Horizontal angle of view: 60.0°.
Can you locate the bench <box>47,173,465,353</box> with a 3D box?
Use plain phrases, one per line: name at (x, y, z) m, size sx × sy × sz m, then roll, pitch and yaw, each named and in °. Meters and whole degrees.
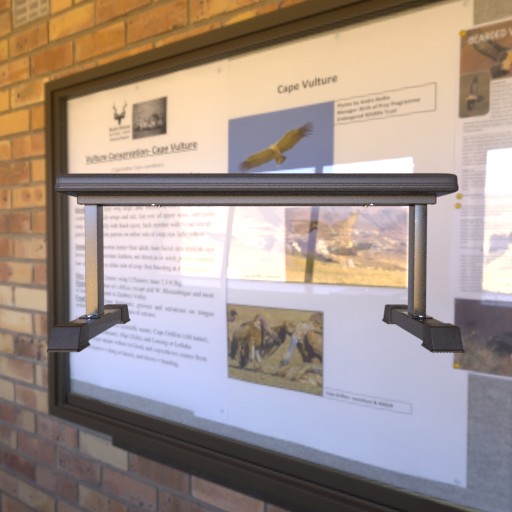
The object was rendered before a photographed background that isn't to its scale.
bench at (0.000, 0.000, 1.283) m, size 1.072 × 0.453 × 0.439 m, roll 0°, pitch 2°, yaw 0°
